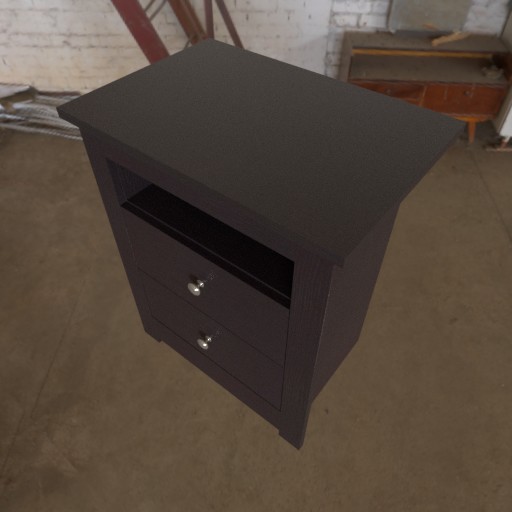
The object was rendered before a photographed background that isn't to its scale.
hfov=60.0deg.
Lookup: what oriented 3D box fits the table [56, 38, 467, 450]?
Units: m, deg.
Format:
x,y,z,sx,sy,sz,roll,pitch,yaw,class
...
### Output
x,y,z,sx,sy,sz,roll,pitch,yaw,class
0.000,0.000,1.025,0.589,0.711,0.408,30,54,25,table
